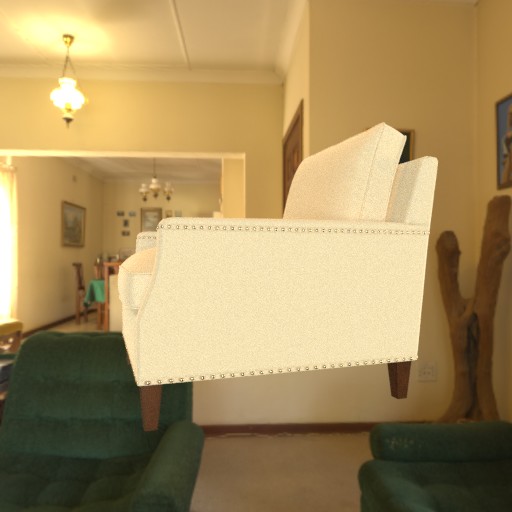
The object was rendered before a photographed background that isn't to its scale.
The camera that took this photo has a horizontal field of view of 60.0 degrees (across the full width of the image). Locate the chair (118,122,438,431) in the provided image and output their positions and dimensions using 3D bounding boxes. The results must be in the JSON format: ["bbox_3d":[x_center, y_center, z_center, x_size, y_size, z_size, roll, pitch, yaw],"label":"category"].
[{"bbox_3d":[0.000,0.000,1.717,1.014,0.943,0.853,0,0,-19],"label":"chair"}]
